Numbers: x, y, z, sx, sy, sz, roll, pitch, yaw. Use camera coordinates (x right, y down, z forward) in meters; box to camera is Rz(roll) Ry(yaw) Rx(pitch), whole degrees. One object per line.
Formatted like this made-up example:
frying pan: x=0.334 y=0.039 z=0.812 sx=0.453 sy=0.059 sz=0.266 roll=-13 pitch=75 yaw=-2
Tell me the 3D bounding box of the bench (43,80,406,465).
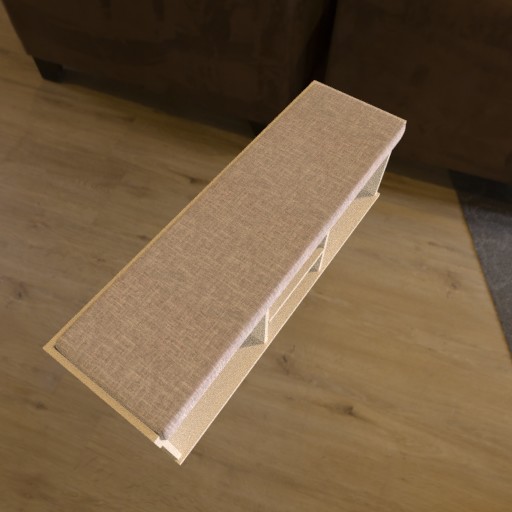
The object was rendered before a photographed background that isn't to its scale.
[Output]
bench: x=0.000 y=0.000 z=1.405 sx=0.363 sy=0.453 sz=1.196 roll=32 pitch=63 yaw=18
